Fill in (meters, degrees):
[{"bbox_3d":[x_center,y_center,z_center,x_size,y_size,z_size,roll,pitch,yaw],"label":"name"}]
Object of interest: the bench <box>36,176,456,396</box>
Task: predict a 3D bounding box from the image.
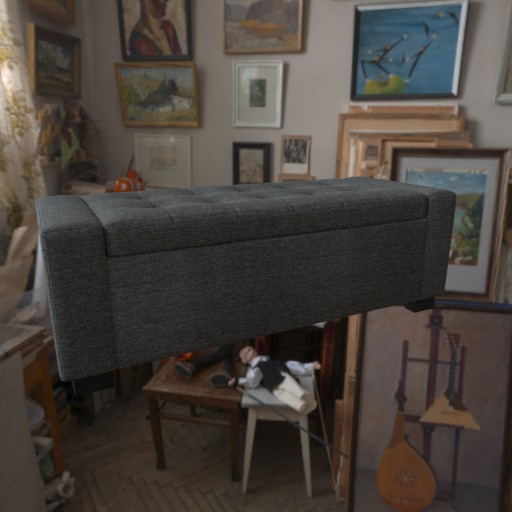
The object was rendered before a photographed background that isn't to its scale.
[{"bbox_3d":[0.000,0.000,1.505,1.296,0.445,0.508,-8,18,-25],"label":"bench"}]
